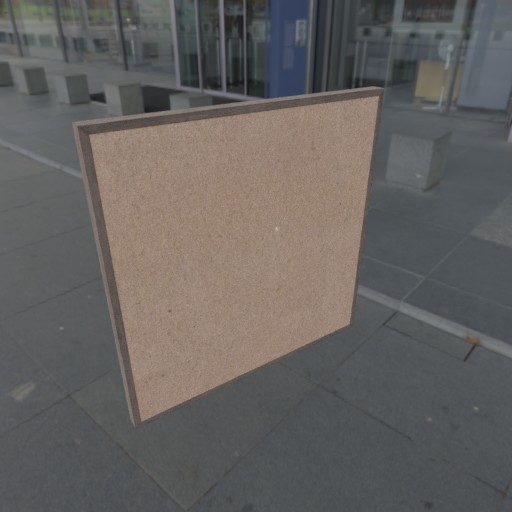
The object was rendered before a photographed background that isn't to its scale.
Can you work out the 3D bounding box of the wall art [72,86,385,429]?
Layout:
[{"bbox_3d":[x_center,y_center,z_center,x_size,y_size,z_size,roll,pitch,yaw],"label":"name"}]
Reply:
[{"bbox_3d":[0.000,0.000,1.145,0.762,0.762,0.038,-18,34,-29],"label":"wall art"}]
